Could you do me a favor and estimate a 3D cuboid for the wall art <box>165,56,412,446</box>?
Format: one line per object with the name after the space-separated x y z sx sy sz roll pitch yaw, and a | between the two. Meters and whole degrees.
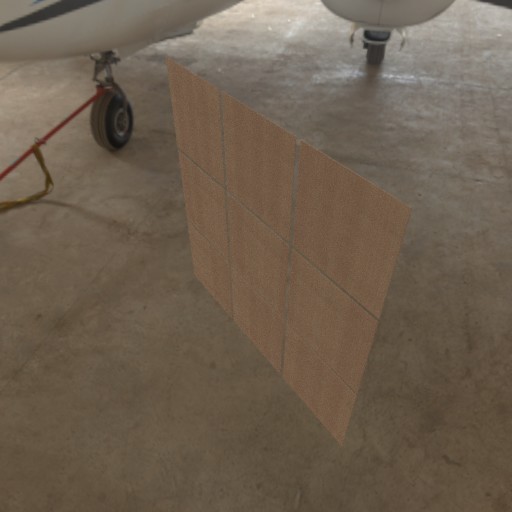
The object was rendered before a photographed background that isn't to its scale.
0.000 0.000 2.212 0.002 1.505 1.517 -26 49 -25 | wall art
